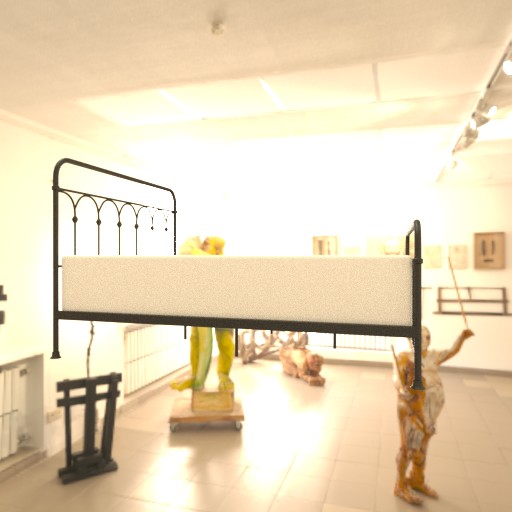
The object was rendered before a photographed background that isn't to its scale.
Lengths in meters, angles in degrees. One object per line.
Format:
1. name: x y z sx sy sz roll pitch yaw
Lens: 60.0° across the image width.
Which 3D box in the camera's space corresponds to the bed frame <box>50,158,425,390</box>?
1. bed frame: 0.000 0.000 3.226 2.203 1.276 1.664 0 0 17
